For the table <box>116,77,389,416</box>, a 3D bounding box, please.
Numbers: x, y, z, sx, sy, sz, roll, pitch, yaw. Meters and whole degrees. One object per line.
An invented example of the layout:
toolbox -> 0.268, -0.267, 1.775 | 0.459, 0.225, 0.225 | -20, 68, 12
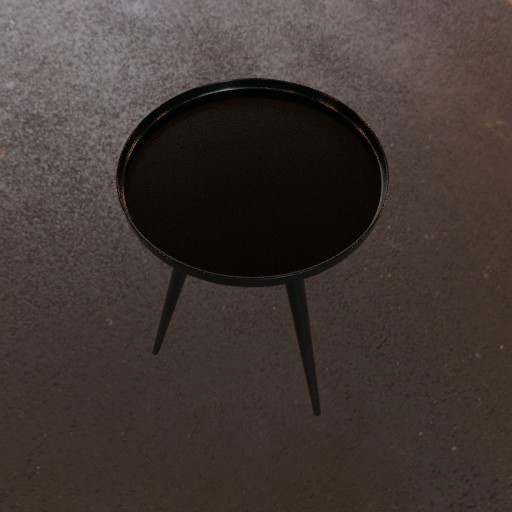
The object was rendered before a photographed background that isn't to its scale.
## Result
table -> 0.000, 0.000, 0.848 | 0.403, 0.548, 0.415 | 15, 59, 9
